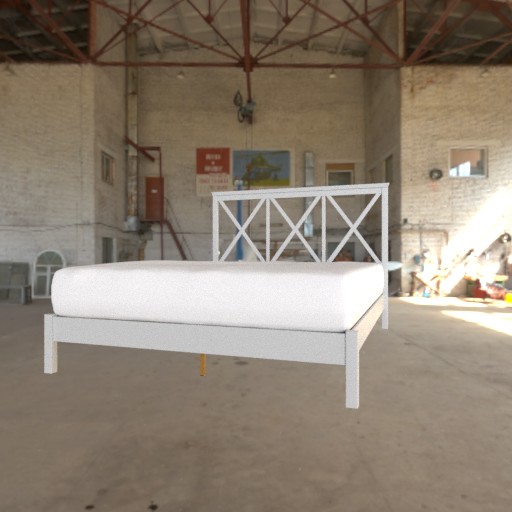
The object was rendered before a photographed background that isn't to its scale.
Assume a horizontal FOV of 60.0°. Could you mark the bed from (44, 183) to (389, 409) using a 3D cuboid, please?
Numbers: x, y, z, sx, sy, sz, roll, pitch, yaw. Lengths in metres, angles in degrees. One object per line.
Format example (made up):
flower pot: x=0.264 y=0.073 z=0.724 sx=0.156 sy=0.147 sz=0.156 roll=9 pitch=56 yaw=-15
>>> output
bed: x=0.000 y=0.000 z=3.094 sx=1.673 sy=1.253 sz=2.135 roll=0 pitch=0 yaw=20
